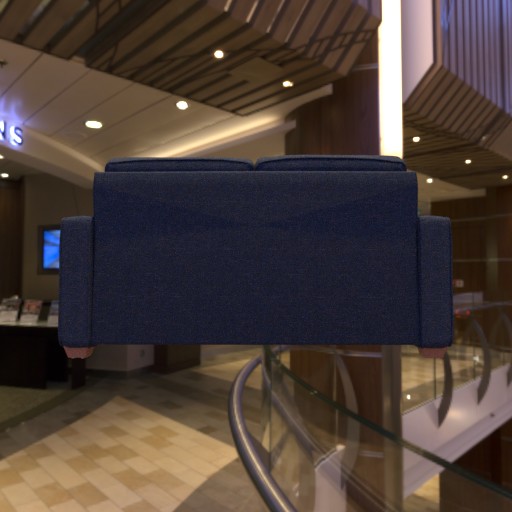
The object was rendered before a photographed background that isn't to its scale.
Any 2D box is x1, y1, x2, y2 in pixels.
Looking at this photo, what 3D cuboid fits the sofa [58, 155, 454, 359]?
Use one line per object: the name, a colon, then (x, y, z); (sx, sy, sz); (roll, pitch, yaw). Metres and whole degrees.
sofa: (0.000, 0.000, 2.356); (1.709, 0.918, 0.947); (0, -2, 0)
